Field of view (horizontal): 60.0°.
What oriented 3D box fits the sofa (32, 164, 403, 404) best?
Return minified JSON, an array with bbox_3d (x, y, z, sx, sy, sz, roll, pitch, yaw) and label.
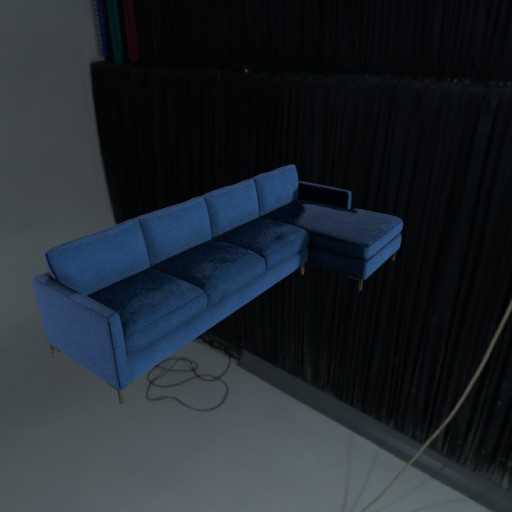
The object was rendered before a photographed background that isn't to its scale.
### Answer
[{"bbox_3d":[0.000,0.000,3.509,1.350,0.810,2.932,18,31,33],"label":"sofa"}]
